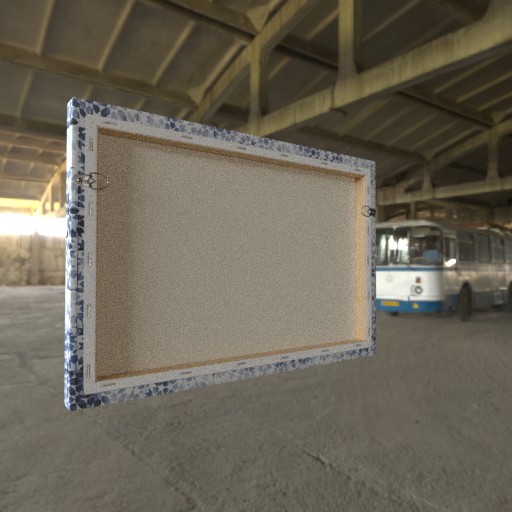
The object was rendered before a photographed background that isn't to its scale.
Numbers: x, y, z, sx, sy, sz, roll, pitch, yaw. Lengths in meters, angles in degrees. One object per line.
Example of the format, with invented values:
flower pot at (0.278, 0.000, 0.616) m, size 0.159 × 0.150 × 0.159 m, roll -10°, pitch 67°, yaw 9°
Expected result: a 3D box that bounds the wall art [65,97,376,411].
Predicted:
wall art at (0.000, 0.000, 0.760) m, size 0.608 × 0.406 × 0.030 m, roll 1°, pitch -2°, yaw -36°
